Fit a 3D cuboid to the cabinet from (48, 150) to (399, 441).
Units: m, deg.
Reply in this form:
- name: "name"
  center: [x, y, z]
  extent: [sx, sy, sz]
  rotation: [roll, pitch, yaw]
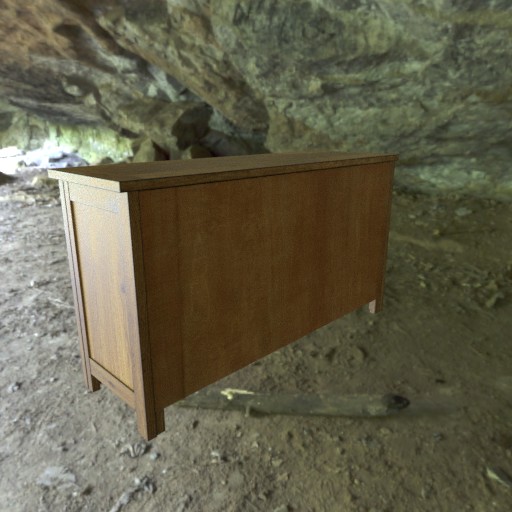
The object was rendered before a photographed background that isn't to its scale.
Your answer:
- name: "cabinet"
  center: [0.000, 0.000, 1.915]
  extent: [0.480, 0.813, 1.474]
  rotation: [16, 23, 43]
